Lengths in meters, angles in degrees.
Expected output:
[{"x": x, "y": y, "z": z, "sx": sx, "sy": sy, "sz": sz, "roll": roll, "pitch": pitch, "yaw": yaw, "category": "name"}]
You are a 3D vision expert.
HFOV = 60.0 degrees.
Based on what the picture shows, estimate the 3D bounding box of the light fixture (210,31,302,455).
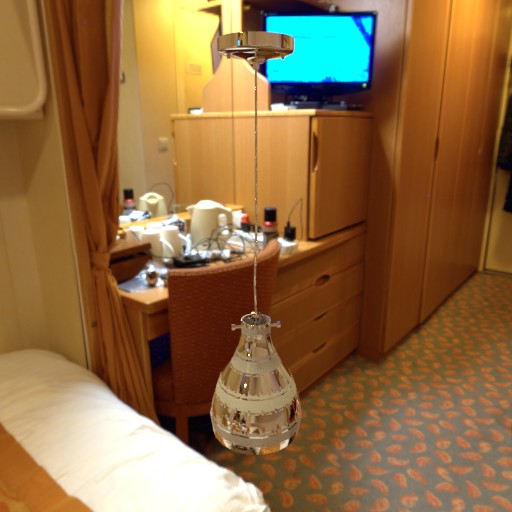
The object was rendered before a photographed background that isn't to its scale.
[{"x": 0.000, "y": 0.000, "z": 1.635, "sx": 0.374, "sy": 1.457, "sz": 0.374, "roll": -2, "pitch": 16, "yaw": -7, "category": "light fixture"}]
